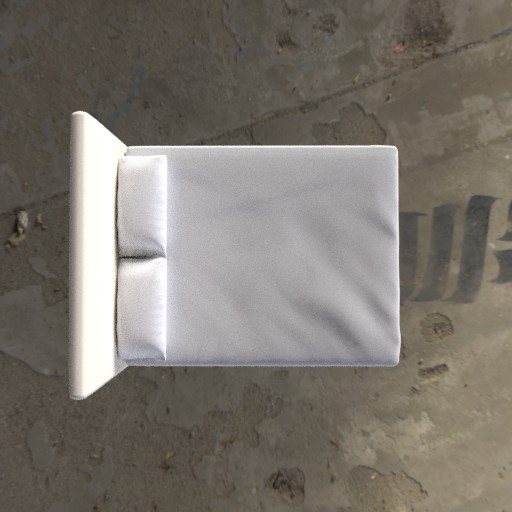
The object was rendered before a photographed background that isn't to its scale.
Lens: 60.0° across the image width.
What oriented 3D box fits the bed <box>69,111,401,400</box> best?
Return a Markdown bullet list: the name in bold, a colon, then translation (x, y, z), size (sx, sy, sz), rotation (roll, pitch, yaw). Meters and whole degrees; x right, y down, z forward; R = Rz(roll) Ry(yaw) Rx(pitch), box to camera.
- **bed**: translation (0.000, 0.000, 3.150), size (2.142, 1.330, 1.713), rotation (0, 89, 0)
